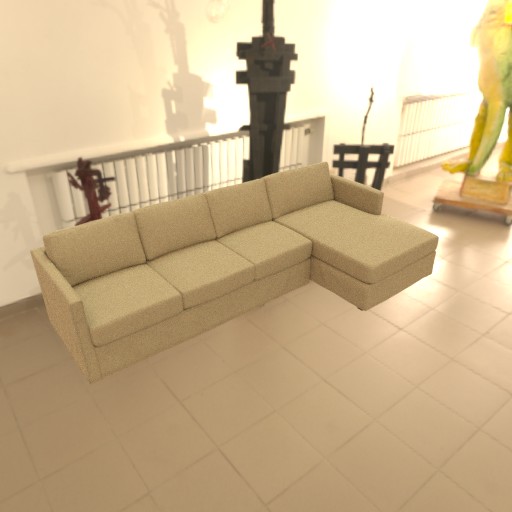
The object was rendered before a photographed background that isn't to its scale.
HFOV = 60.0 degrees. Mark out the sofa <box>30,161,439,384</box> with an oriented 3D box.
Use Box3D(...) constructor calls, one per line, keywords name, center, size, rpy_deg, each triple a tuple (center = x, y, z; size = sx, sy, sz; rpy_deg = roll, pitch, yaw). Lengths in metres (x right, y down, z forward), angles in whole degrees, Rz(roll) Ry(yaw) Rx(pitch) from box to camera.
Box3D(name="sofa", center=(0.000, 0.000, 3.839), size=(3.177, 0.867, 1.622), rpy_deg=(-21, 35, -33))
